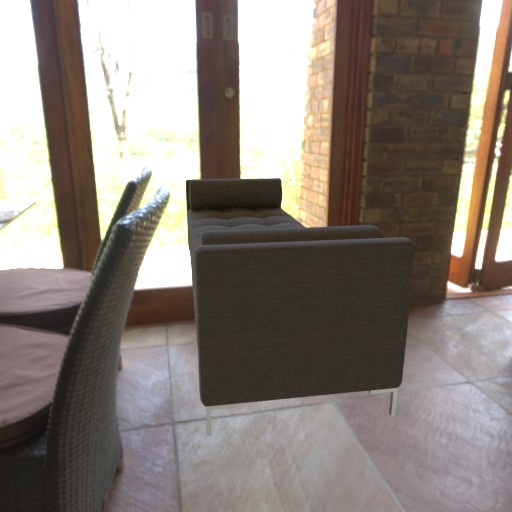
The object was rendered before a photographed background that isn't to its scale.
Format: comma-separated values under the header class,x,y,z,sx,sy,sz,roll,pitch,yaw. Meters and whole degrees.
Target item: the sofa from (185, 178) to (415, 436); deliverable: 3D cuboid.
class,x,y,z,sx,sy,sz,roll,pitch,yaw
sofa,0.000,0.000,2.333,0.686,0.635,1.981,-3,16,-9
